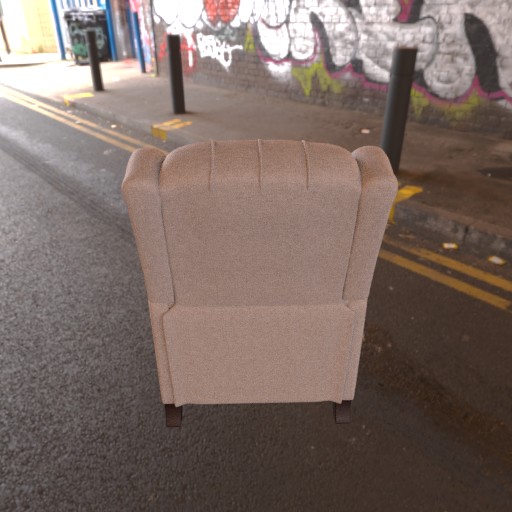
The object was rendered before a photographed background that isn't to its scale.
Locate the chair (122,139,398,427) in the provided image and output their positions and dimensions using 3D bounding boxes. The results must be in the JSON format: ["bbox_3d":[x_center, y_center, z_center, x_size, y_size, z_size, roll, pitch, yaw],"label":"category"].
[{"bbox_3d":[0.000,0.000,1.658,0.742,1.035,0.902,-1,29,-1],"label":"chair"}]
